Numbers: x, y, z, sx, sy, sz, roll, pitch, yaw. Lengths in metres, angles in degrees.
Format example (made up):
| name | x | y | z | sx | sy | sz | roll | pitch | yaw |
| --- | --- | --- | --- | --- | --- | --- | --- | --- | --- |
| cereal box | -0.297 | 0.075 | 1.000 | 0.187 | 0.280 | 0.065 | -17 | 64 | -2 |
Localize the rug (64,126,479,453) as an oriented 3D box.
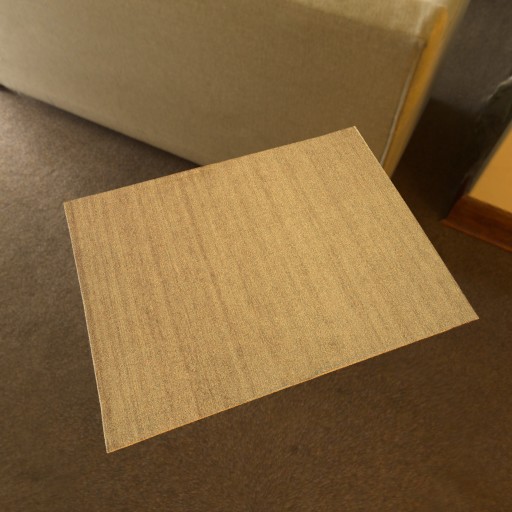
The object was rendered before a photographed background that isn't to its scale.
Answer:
| name | x | y | z | sx | sy | sz | roll | pitch | yaw |
| --- | --- | --- | --- | --- | --- | --- | --- | --- | --- |
| rug | 0.000 | 0.000 | 4.087 | 3.202 | 0.045 | 2.434 | -17 | 61 | -10 |
